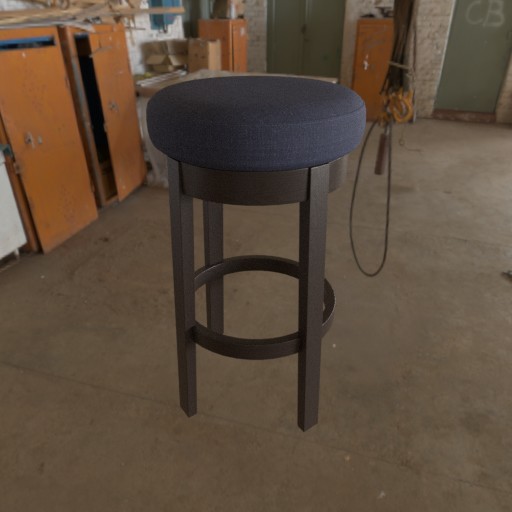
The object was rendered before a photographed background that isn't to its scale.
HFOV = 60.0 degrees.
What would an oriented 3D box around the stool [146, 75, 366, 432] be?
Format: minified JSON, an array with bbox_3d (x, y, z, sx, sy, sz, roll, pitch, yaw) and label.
[{"bbox_3d":[0.000,0.000,1.041,0.446,0.758,0.446,0,29,0],"label":"stool"}]
